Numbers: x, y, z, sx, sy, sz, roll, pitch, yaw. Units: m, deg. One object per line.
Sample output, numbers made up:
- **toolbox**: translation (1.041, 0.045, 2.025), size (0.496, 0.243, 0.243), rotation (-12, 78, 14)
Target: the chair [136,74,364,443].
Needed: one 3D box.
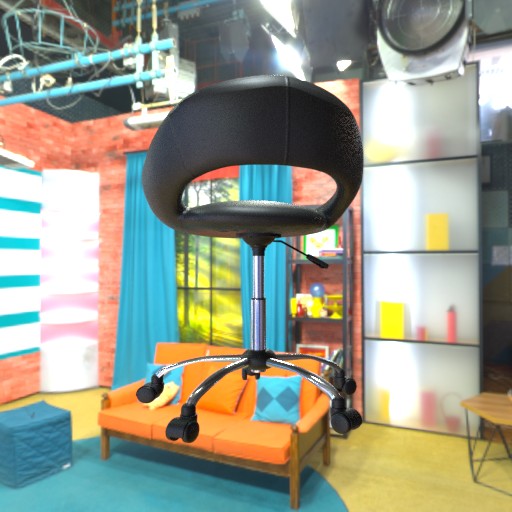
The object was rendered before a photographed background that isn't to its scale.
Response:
- **chair**: translation (0.000, 0.000, 1.187), size (0.612, 0.791, 0.538), rotation (0, -1, -17)
